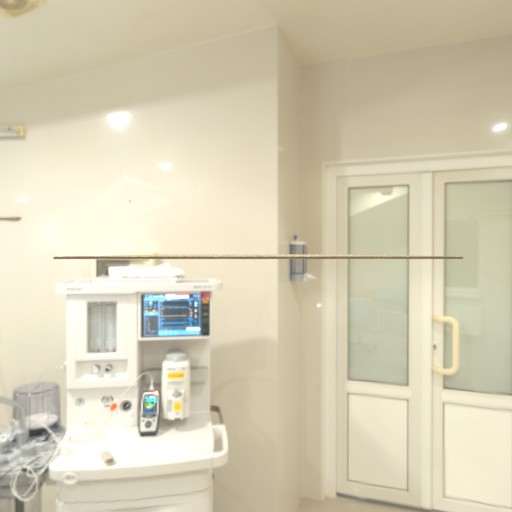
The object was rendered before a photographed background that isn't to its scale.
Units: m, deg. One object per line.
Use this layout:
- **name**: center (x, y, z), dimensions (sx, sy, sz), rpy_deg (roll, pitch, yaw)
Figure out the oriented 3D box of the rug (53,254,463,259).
- **rug**: center (0.000, 0.000, 3.909), dimensions (2.288, 0.018, 2.895), rpy_deg (0, 0, -1)
